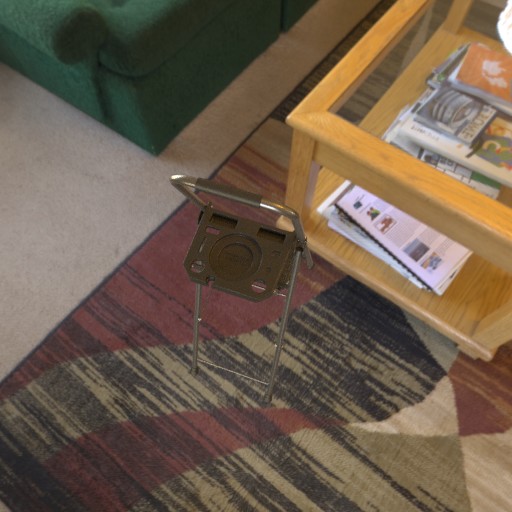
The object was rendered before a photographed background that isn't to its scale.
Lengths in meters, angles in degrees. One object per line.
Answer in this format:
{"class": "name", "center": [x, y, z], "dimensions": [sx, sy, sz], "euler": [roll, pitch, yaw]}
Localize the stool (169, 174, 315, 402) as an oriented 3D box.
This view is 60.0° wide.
{"class": "stool", "center": [0.000, 0.000, 1.571], "dimensions": [0.396, 1.277, 0.733], "euler": [17, 65, 9]}
